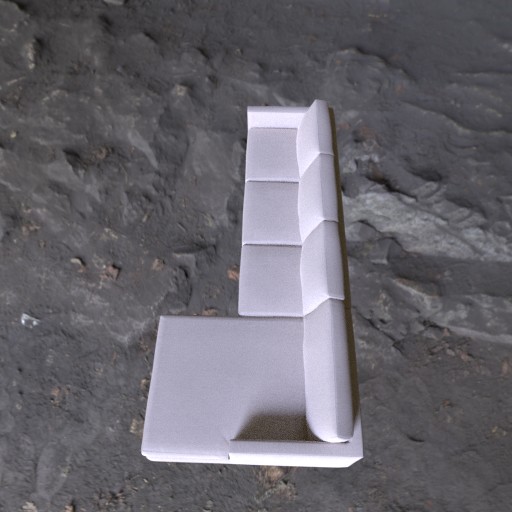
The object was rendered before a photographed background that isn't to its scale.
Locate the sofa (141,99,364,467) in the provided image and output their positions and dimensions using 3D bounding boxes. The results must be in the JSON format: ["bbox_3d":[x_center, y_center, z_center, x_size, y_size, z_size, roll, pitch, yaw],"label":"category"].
[{"bbox_3d":[0.000,0.000,4.113,1.599,0.954,3.471,1,59,1],"label":"sofa"}]
